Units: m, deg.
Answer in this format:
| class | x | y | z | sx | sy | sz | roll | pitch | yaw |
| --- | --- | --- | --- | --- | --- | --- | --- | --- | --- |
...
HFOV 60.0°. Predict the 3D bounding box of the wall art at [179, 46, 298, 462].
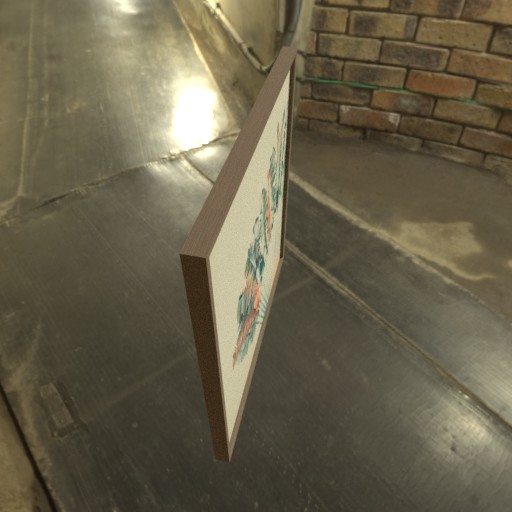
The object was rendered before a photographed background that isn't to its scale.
| class | x | y | z | sx | sy | sz | roll | pitch | yaw |
| --- | --- | --- | --- | --- | --- | --- | --- | --- | --- |
| wall art | 0.000 | 0.000 | 1.135 | 0.038 | 0.758 | 0.761 | 9 | 46 | 9 |
